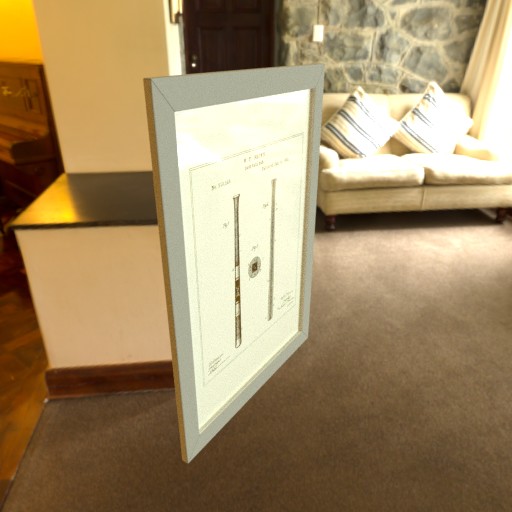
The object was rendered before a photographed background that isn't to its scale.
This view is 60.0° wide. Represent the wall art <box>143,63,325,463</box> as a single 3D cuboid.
[{"bbox_3d":[0.000,0.000,0.679,0.012,0.529,0.374,16,30,30],"label":"wall art"}]
